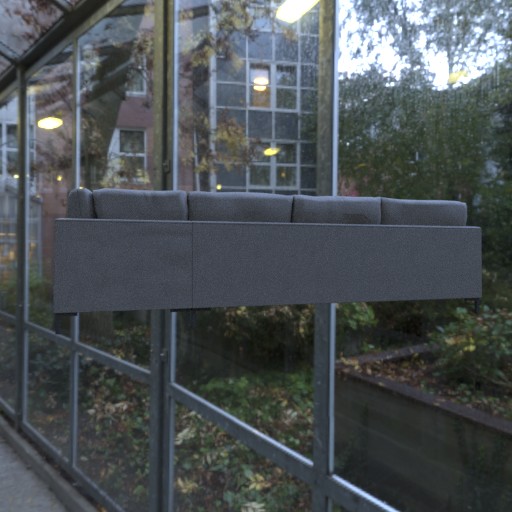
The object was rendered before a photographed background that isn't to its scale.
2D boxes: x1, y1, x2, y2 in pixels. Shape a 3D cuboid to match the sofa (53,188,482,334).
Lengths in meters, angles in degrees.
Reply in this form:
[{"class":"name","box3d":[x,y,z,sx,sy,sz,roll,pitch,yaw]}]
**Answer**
[{"class":"sofa","box3d":[0.000,0.000,4.227,3.331,0.964,2.077,0,1,-17]}]
